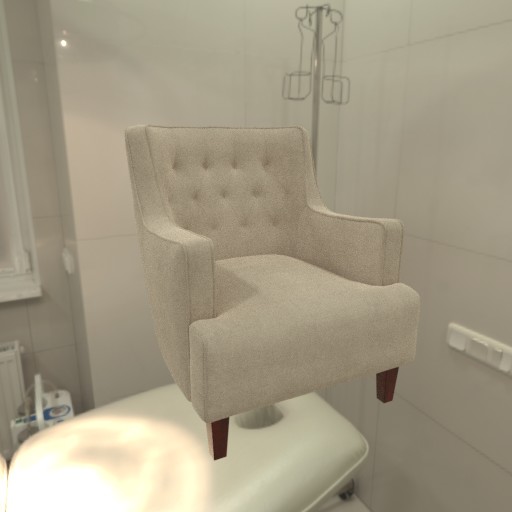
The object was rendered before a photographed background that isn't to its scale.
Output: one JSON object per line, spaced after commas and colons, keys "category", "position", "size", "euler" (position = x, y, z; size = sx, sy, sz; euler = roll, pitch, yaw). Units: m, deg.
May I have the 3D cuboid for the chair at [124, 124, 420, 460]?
{"category": "chair", "position": [0.000, 0.000, 1.603], "size": [0.781, 0.920, 0.910], "euler": [-7, 17, -26]}
